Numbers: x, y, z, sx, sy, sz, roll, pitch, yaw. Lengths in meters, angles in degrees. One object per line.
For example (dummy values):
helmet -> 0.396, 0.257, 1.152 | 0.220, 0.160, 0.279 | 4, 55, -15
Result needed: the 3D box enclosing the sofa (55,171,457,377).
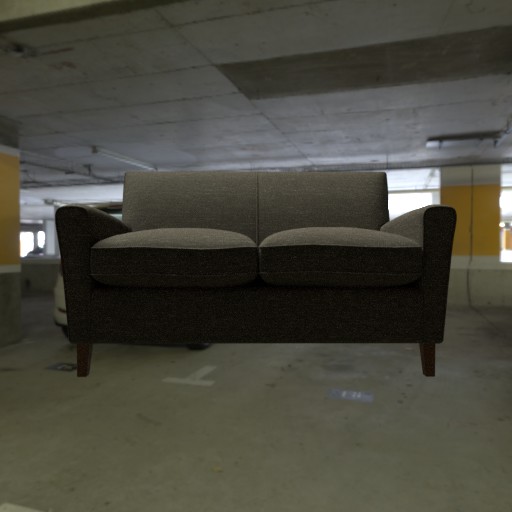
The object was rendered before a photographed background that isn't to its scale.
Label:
sofa -> 0.000, 0.000, 2.054 | 1.509, 0.905, 0.867 | 0, 1, 0
